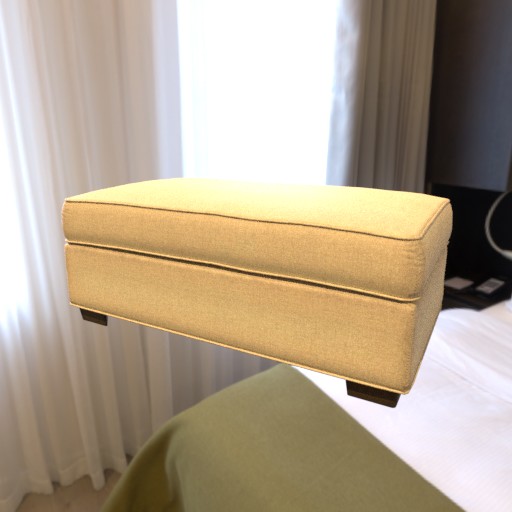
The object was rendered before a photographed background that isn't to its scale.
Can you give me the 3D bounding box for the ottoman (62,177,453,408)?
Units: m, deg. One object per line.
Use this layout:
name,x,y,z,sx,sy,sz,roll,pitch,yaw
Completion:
ottoman,0.000,0.000,1.432,1.097,0.448,0.617,9,18,27
